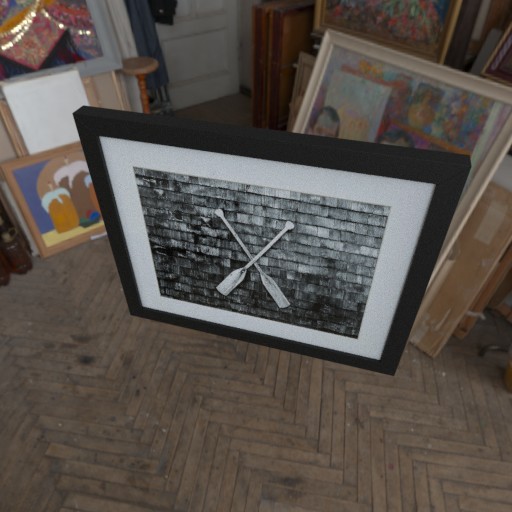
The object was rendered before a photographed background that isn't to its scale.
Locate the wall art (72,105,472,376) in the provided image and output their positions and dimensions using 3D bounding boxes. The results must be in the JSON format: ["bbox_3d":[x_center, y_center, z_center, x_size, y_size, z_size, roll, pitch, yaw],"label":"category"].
[{"bbox_3d":[0.000,0.000,0.763,0.558,0.457,0.029,11,43,12],"label":"wall art"}]
